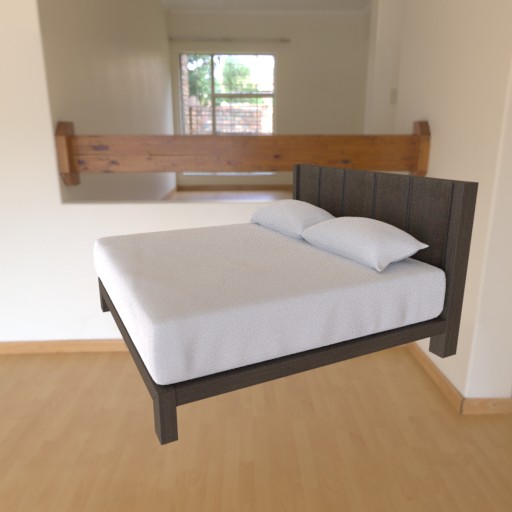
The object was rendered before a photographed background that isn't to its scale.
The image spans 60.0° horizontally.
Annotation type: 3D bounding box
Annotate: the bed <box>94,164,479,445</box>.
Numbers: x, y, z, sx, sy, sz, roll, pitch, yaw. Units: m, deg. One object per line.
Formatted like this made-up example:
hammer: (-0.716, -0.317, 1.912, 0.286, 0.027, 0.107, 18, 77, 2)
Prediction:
bed: (0.000, 0.000, 3.543, 2.238, 1.261, 2.143, -8, 17, -26)
